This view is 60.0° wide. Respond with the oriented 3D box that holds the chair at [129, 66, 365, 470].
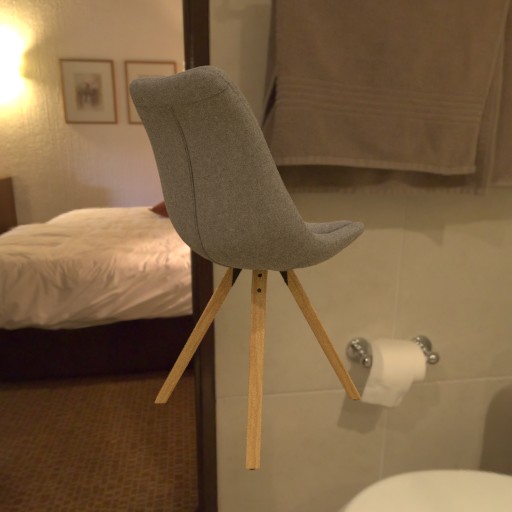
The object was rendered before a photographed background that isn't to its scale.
[{"bbox_3d":[0.000,0.000,1.186,0.483,0.865,0.550,14,20,43],"label":"chair"}]
